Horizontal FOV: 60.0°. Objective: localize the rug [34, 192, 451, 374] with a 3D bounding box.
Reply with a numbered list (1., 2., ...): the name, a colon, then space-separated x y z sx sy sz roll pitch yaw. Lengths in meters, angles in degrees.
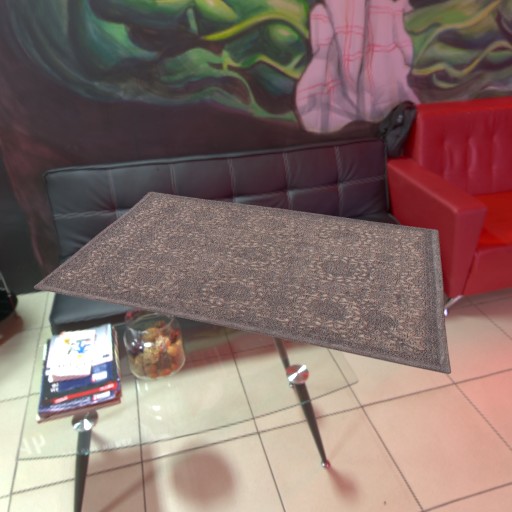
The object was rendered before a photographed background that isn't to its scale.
1. rug: 0.000 0.000 3.129 2.498 0.022 1.535 9 34 14
